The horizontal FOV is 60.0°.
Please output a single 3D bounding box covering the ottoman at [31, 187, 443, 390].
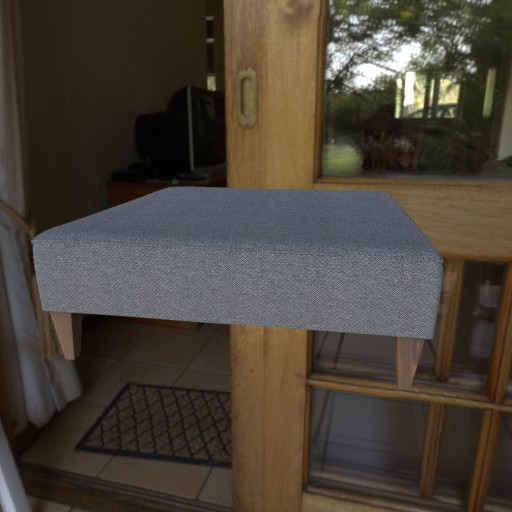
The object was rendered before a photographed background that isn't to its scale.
[{"bbox_3d":[0.000,0.000,1.505,0.981,0.378,0.970,3,16,9],"label":"ottoman"}]
